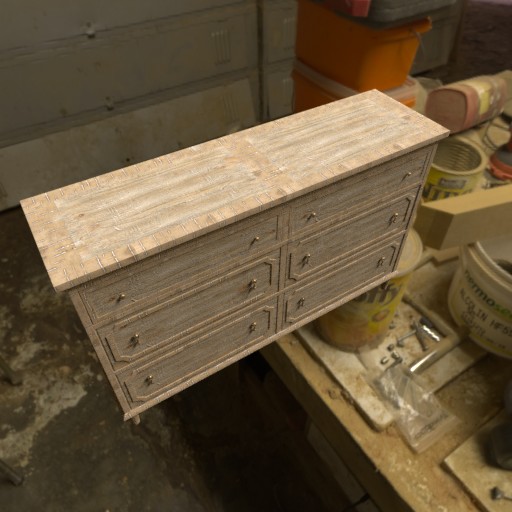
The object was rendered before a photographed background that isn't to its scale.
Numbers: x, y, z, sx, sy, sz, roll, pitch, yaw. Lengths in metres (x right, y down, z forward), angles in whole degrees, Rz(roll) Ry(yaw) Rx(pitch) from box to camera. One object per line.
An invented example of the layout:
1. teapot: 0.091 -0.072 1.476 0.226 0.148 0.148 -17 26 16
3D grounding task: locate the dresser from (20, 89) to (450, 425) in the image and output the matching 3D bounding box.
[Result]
1. dresser: 0.000 0.000 2.047 1.626 1.016 0.457 -24 50 -22
